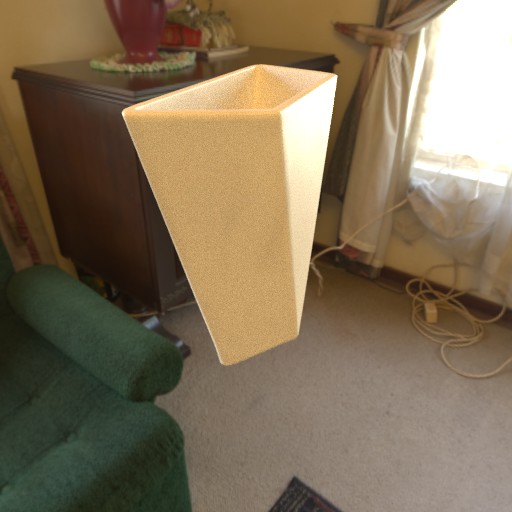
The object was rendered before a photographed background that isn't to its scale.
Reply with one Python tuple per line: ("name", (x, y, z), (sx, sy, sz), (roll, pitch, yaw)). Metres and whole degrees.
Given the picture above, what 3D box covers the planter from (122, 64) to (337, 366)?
("planter", (0.000, 0.000, 0.271), (0.060, 0.197, 0.150), (11, 32, 18))
